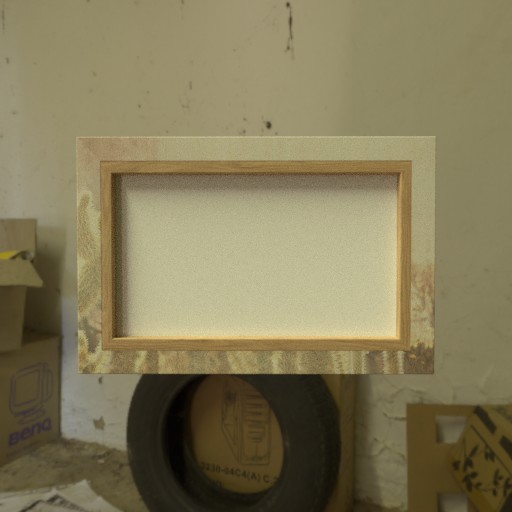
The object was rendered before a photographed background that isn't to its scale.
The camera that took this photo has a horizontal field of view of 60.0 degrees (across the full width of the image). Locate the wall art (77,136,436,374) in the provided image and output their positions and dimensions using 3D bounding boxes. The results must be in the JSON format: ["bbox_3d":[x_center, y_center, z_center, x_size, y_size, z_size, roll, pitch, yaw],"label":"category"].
[{"bbox_3d":[0.000,0.000,1.433,1.142,0.758,0.041,0,1,0],"label":"wall art"}]
